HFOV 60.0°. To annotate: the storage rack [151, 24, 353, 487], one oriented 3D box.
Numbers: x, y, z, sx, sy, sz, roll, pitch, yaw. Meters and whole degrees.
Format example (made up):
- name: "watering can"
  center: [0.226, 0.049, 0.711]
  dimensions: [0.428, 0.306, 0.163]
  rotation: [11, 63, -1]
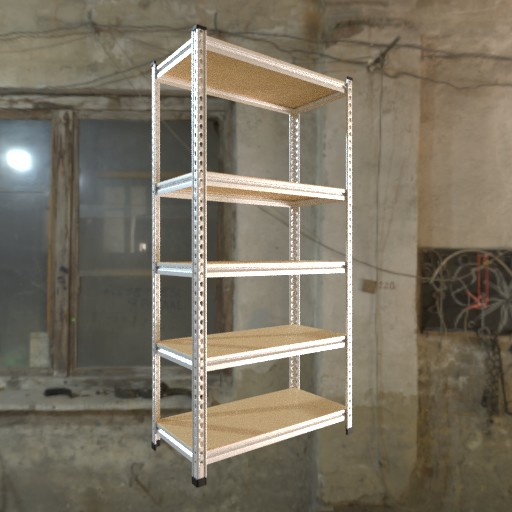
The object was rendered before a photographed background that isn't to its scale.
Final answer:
- name: "storage rack"
  center: [0.000, 0.000, 2.199]
  dimensions: [0.914, 1.829, 0.457]
  rotation: [0, 0, -36]
